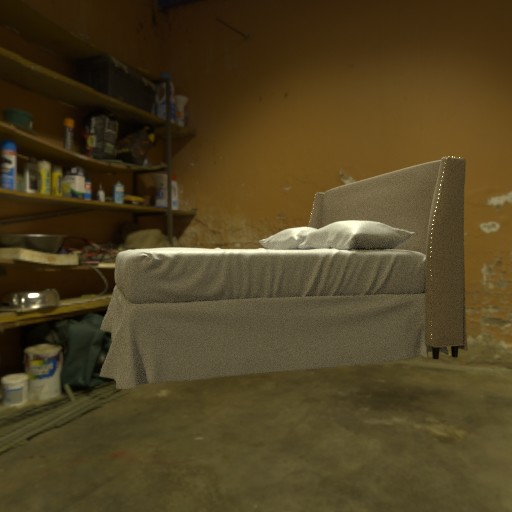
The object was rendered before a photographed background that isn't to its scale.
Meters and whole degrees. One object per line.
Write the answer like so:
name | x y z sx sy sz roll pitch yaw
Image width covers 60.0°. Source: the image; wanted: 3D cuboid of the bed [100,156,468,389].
bed | 0.000 0.000 3.418 2.276 1.332 1.925 0 0 -19
